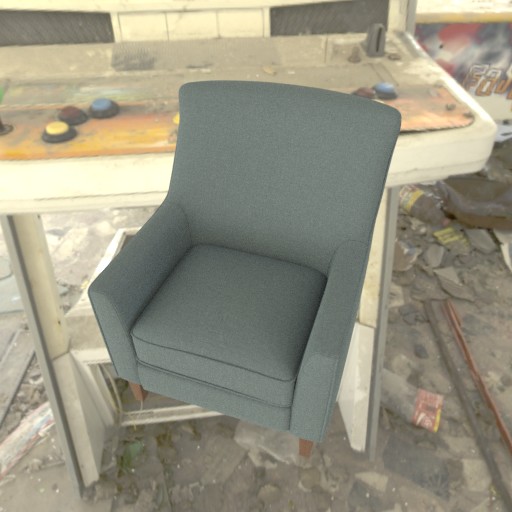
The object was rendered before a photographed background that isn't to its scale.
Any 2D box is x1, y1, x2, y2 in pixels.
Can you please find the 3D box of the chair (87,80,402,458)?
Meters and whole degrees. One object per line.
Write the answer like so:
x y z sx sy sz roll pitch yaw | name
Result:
0.000 0.000 1.535 0.756 0.916 0.879 13 42 15 | chair
